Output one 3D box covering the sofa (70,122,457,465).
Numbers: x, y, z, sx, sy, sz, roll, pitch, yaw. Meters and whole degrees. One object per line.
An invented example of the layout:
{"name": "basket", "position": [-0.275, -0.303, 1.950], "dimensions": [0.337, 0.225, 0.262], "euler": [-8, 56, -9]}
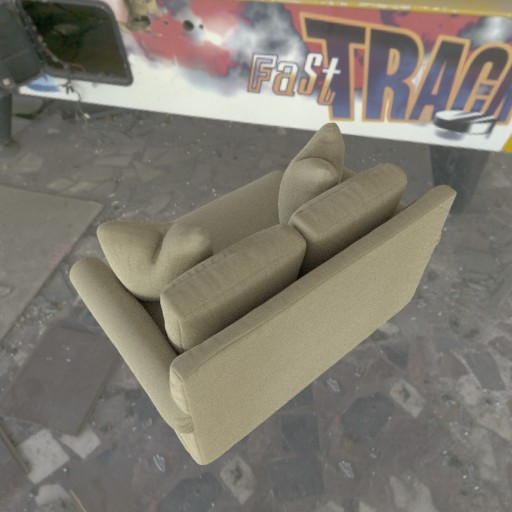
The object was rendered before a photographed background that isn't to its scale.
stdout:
{"name": "sofa", "position": [0.000, 0.000, 2.161], "dimensions": [1.550, 0.905, 1.070], "euler": [-31, 54, -25]}
